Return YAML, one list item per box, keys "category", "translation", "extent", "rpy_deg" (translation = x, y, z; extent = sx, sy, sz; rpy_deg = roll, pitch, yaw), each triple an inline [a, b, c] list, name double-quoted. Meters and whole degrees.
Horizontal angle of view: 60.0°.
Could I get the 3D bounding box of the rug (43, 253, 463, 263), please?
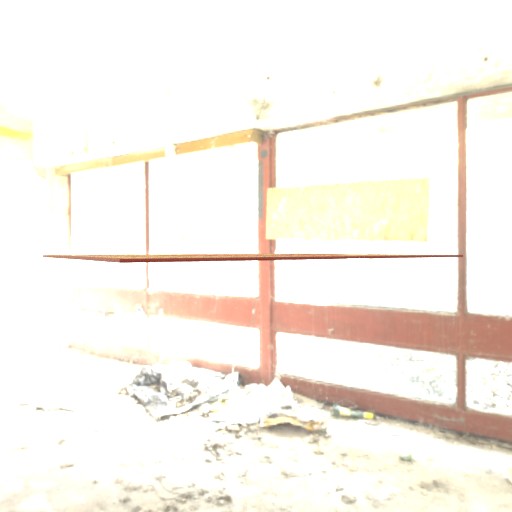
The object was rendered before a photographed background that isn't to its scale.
- category: "rug"
  translation: [0.000, 0.000, 2.276]
  extent: [1.802, 0.013, 1.194]
  rpy_deg: [-1, 1, -35]
